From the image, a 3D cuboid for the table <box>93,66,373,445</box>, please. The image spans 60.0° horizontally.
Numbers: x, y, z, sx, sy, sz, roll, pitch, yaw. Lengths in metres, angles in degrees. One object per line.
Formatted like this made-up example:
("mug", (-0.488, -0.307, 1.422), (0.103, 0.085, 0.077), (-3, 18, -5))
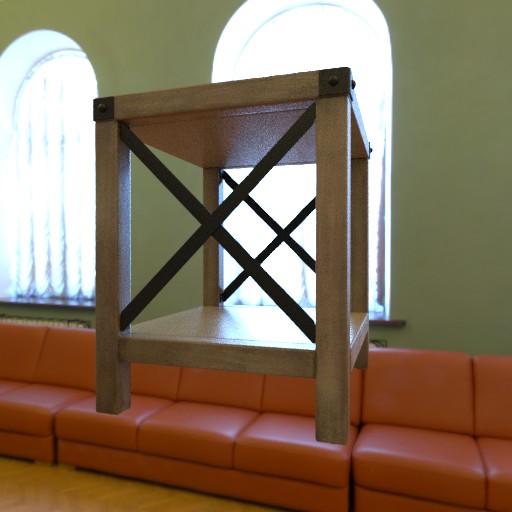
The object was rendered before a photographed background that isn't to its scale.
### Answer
("table", (0.000, 0.000, 0.946), (0.459, 0.561, 0.510), (0, 1, 18))
